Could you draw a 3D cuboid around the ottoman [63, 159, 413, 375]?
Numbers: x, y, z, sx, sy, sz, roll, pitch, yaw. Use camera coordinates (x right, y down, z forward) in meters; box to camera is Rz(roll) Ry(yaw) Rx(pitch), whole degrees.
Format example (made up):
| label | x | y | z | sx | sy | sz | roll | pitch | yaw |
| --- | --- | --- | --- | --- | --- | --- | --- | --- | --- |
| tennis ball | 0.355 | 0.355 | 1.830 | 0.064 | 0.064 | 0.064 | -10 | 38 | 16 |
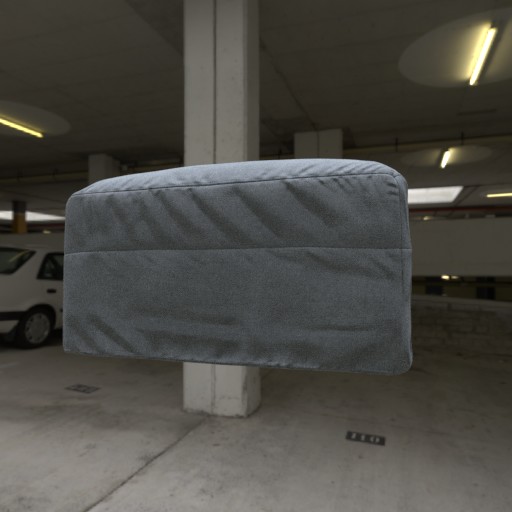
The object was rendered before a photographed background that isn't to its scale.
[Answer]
| label | x | y | z | sx | sy | sz | roll | pitch | yaw |
| --- | --- | --- | --- | --- | --- | --- | --- | --- | --- |
| ottoman | 0.000 | 0.000 | 1.270 | 0.837 | 0.481 | 0.683 | 0 | -2 | 18 |
